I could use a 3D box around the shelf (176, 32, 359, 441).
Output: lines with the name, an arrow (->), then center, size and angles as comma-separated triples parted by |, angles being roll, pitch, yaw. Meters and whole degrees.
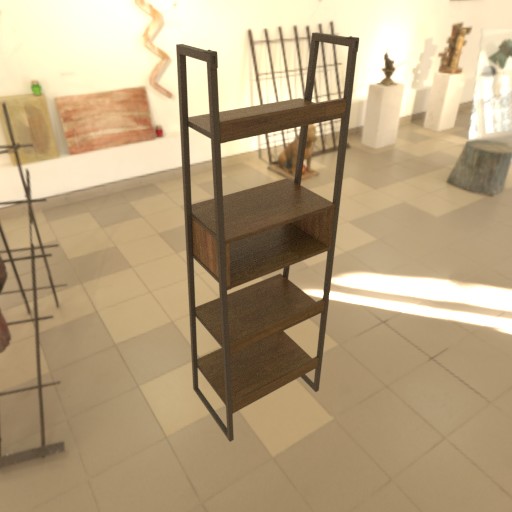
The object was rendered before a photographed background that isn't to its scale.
shelf -> 0.000, 0.000, 2.245 | 0.652, 2.005, 0.454 | -20, 38, -28
